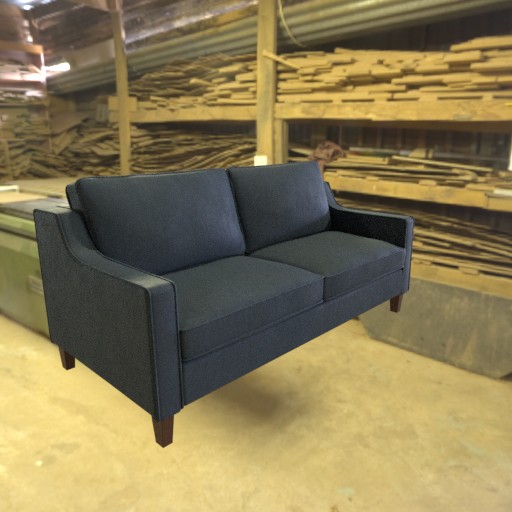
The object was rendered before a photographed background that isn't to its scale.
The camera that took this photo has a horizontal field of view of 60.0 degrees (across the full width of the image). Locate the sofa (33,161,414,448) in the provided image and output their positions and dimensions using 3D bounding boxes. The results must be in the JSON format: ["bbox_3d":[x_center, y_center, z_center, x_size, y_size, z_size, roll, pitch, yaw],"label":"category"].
[{"bbox_3d":[0.000,0.000,2.738,1.066,1.071,2.178,14,20,42],"label":"sofa"}]
